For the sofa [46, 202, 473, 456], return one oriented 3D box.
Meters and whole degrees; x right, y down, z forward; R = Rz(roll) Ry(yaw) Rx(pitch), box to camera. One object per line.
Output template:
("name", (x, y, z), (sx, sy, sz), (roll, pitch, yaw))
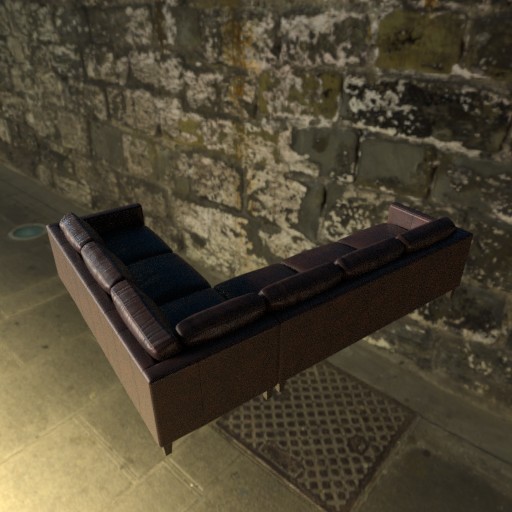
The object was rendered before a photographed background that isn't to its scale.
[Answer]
("sofa", (0.000, 0.000, 4.235), (3.152, 0.836, 2.438), (-19, 35, -30))
